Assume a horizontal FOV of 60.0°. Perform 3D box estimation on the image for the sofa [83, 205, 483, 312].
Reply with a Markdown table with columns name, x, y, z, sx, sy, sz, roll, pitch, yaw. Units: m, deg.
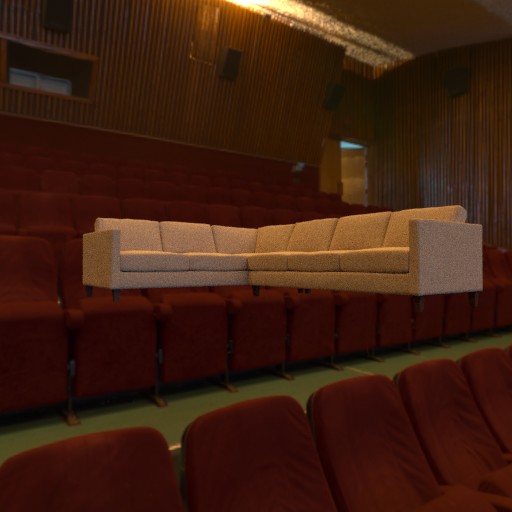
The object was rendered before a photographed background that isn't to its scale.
| name | x | y | z | sx | sy | sz | roll | pitch | yaw |
| --- | --- | --- | --- | --- | --- | --- | --- | --- | --- |
| sofa | 0.000 | 0.000 | 4.290 | 2.432 | 0.863 | 3.182 | 1 | -2 | -36 |
